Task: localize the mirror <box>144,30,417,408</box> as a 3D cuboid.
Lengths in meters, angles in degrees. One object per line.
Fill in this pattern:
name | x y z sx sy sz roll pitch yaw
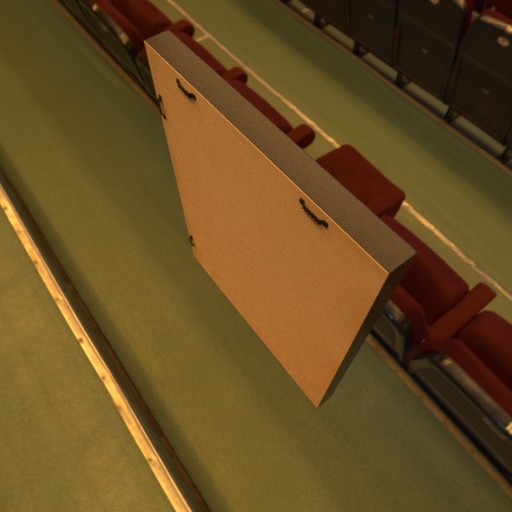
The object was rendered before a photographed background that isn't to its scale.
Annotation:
mirror | 0.000 0.000 0.675 0.041 0.508 0.405 -33 65 -18
